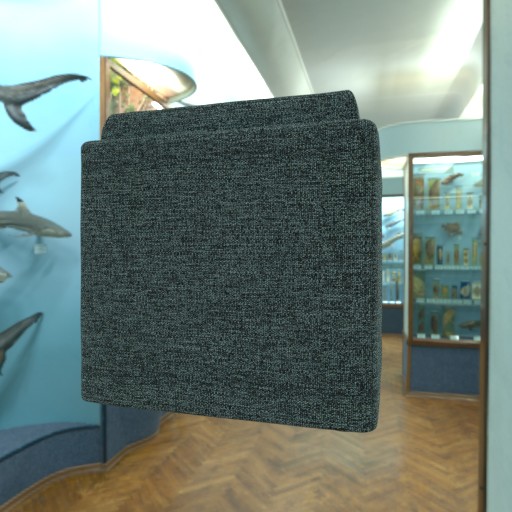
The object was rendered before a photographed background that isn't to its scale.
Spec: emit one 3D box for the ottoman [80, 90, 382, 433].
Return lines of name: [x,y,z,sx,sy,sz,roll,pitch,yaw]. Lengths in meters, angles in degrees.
ottoman: [0.000,0.000,0.824,0.450,0.463,0.450,0,0,17]
